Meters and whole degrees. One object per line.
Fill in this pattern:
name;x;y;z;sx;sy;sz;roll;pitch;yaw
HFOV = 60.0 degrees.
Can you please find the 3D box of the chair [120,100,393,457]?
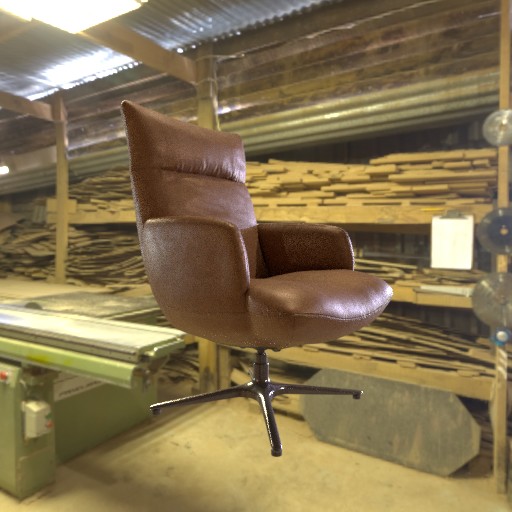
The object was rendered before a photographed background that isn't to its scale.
chair;0.000;0.000;1.519;0.794;1.027;0.711;2;3;36
